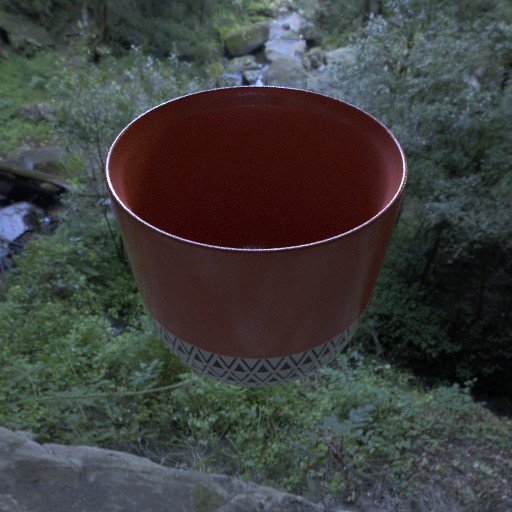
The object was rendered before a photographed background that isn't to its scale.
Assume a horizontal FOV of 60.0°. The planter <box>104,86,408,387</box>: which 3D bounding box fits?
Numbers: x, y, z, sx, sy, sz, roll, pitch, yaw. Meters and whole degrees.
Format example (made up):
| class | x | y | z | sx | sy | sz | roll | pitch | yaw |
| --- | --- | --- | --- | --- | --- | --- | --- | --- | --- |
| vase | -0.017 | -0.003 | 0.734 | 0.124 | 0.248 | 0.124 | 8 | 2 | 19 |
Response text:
| class | x | y | z | sx | sy | sz | roll | pitch | yaw |
| --- | --- | --- | --- | --- | --- | --- | --- | --- | --- |
| planter | 0.000 | 0.000 | 0.492 | 0.266 | 0.270 | 0.266 | 0 | 45 | 0 |
